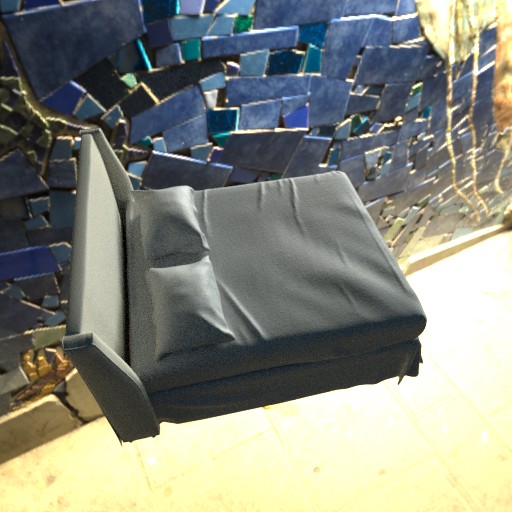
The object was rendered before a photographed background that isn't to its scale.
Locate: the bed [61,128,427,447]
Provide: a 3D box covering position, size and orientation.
[{"bbox_3d":[0.000,0.000,3.299,2.276,1.332,1.925,-9,49,-8],"label":"bed"}]
